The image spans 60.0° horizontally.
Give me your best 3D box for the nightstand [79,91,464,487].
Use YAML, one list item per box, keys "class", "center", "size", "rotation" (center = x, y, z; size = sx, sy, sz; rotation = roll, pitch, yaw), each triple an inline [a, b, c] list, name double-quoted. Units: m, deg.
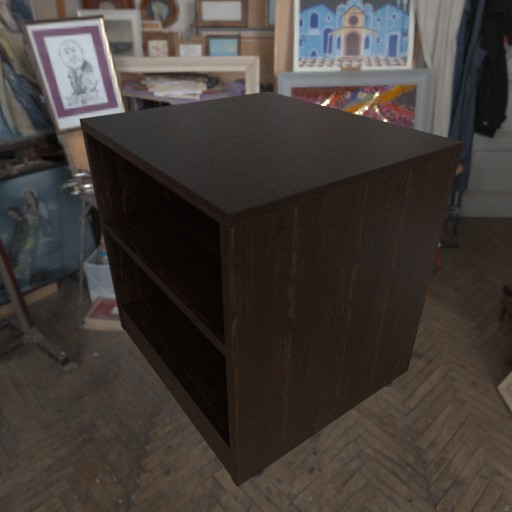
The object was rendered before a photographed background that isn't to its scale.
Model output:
- class: "nightstand"
  center: [0.000, 0.000, 0.858]
  size: [0.427, 0.487, 0.489]
  rotation: [-21, 37, -30]
